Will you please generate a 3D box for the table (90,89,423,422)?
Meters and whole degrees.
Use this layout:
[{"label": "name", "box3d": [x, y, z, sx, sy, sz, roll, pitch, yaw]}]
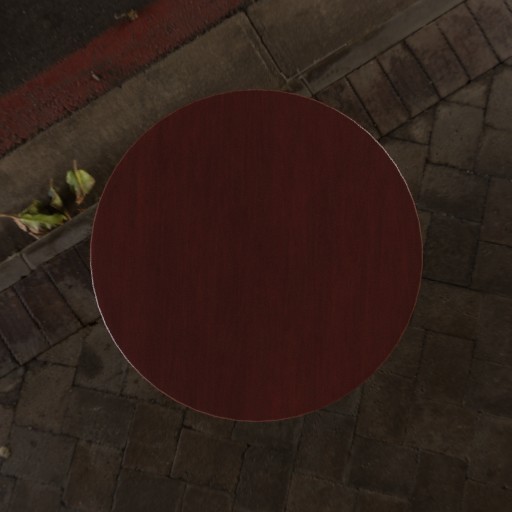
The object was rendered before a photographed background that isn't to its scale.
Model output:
[{"label": "table", "box3d": [0.000, 0.000, 1.603, 1.029, 0.486, 1.029, 0, 88, 0]}]
